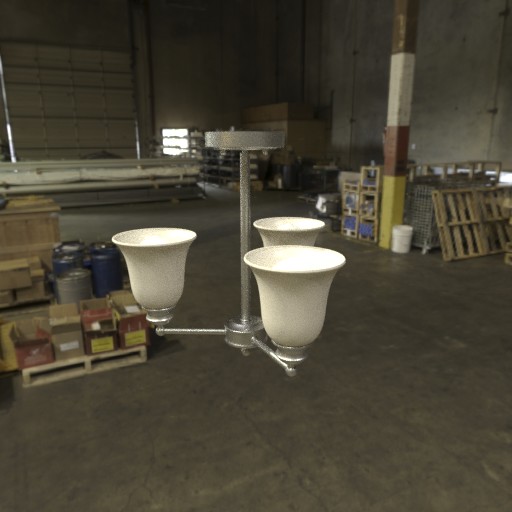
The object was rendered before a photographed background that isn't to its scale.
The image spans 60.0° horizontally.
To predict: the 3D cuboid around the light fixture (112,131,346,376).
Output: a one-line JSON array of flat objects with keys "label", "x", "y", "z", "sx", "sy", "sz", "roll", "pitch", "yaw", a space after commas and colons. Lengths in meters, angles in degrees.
[{"label": "light fixture", "x": 0.000, "y": 0.000, "z": 0.686, "sx": 0.388, "sy": 0.370, "sz": 0.354, "roll": -7, "pitch": 16, "yaw": -26}]
